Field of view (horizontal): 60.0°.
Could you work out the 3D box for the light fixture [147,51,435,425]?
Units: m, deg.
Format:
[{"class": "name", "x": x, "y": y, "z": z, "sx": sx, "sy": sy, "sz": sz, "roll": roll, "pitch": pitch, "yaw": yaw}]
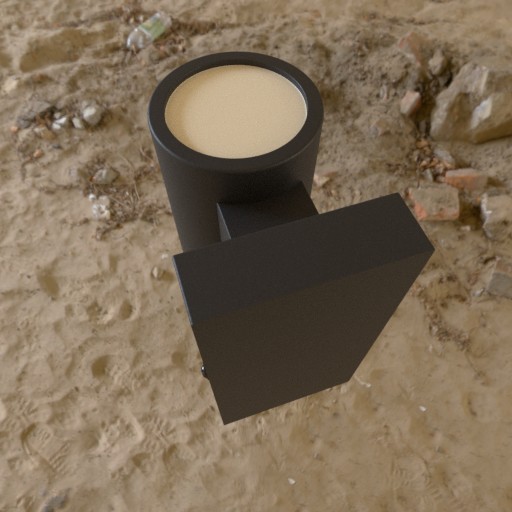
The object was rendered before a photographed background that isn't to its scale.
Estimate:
[{"class": "light fixture", "x": 0.000, "y": 0.000, "z": 0.265, "sx": 0.098, "sy": 0.179, "sz": 0.138, "roll": -16, "pitch": 60, "yaw": -10}]
